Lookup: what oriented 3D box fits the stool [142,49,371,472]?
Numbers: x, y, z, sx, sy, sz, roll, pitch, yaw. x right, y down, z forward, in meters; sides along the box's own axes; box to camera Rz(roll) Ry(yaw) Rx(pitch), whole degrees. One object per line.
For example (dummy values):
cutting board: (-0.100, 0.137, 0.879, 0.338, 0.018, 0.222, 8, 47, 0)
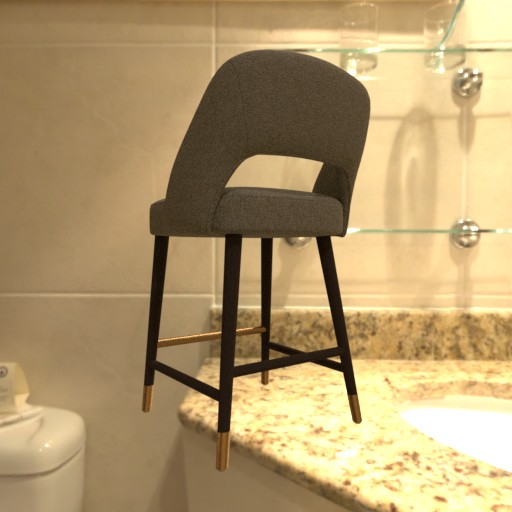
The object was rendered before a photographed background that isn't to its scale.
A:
stool: (0.000, 0.000, 1.231, 0.536, 0.925, 0.524, -1, 2, -36)
